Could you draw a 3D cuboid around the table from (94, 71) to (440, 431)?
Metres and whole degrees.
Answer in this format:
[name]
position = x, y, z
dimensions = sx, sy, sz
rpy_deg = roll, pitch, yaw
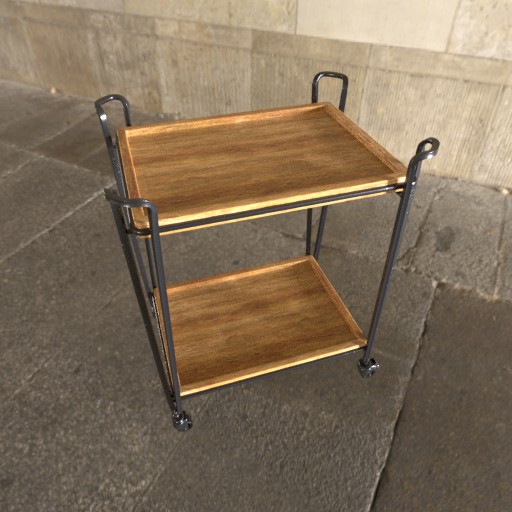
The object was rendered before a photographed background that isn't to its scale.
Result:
[table]
position = 0.000, 0.000, 1.225
dimensions = 0.672, 0.785, 0.505
rpy_deg = -12, 42, -13
